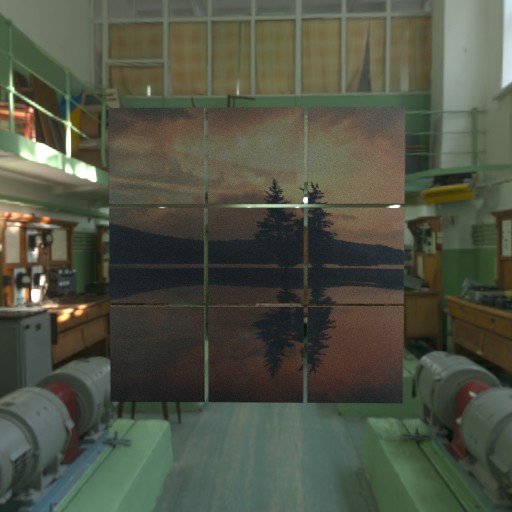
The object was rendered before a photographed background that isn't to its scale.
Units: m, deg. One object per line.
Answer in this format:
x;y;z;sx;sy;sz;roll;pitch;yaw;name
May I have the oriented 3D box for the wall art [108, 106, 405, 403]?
0.000;0.000;1.834;1.216;1.218;0.013;0;1;1;wall art
